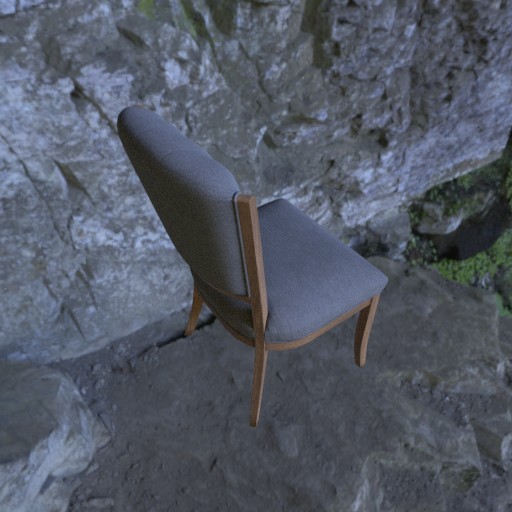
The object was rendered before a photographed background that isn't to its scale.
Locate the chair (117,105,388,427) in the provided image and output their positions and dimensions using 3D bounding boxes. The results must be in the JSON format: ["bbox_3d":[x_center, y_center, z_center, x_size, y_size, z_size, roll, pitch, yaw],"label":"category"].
[{"bbox_3d":[0.000,0.000,1.264,0.584,0.905,0.513,-25,47,-25],"label":"chair"}]
